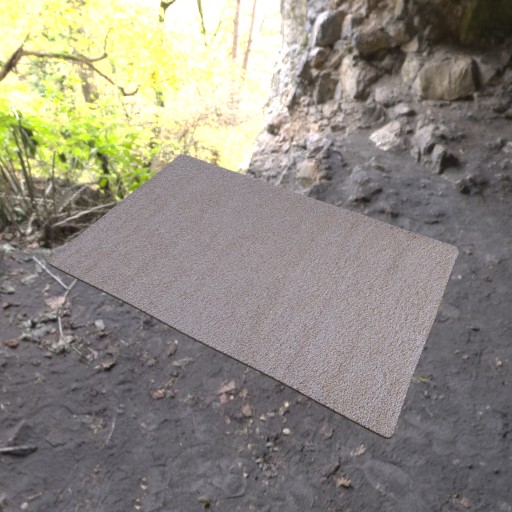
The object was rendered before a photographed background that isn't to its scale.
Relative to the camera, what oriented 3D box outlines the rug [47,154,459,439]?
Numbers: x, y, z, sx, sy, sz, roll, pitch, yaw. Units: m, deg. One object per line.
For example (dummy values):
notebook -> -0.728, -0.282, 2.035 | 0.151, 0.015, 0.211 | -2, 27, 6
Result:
rug -> 0.000, 0.000, 2.973 | 2.349, 0.026, 1.500 | 22, 50, 20
